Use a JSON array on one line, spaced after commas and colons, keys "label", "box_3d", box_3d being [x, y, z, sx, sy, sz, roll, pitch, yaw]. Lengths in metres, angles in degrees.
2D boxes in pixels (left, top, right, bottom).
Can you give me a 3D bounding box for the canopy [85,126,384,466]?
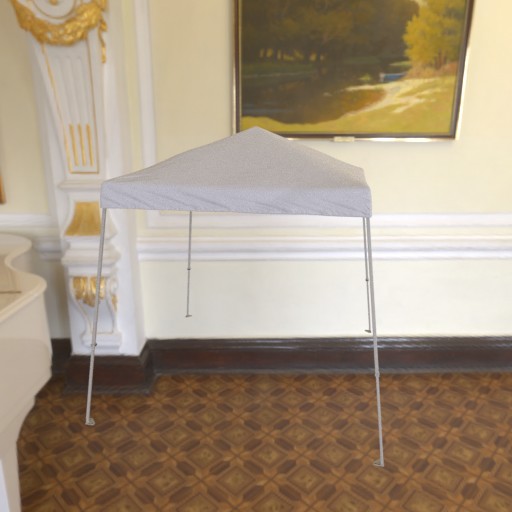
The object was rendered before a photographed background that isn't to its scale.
[{"label": "canopy", "box_3d": [0.000, 0.000, 6.409, 3.600, 3.600, 3.599, 3, 15, 11]}]
